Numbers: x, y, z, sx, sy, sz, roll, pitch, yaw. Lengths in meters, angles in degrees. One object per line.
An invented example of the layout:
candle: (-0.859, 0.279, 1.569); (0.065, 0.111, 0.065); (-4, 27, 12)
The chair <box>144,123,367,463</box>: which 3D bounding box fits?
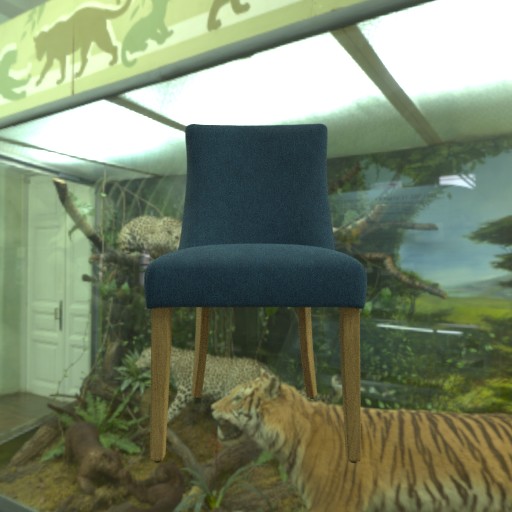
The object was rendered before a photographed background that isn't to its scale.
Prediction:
chair: (0.000, 0.000, 1.243); (0.495, 0.902, 0.609); (0, -1, 0)
